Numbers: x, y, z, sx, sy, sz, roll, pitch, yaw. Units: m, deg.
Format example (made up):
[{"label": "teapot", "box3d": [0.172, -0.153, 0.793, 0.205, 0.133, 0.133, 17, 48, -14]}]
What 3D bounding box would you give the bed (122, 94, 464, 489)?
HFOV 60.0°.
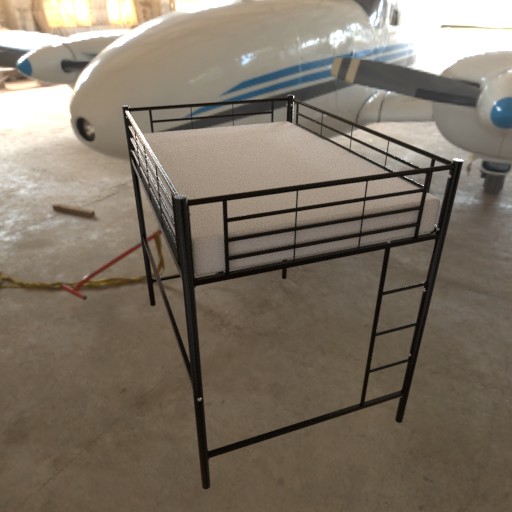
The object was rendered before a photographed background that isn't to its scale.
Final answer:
[{"label": "bed", "box3d": [0.000, 0.000, 3.152, 1.397, 1.803, 1.994, -10, 31, -18]}]
